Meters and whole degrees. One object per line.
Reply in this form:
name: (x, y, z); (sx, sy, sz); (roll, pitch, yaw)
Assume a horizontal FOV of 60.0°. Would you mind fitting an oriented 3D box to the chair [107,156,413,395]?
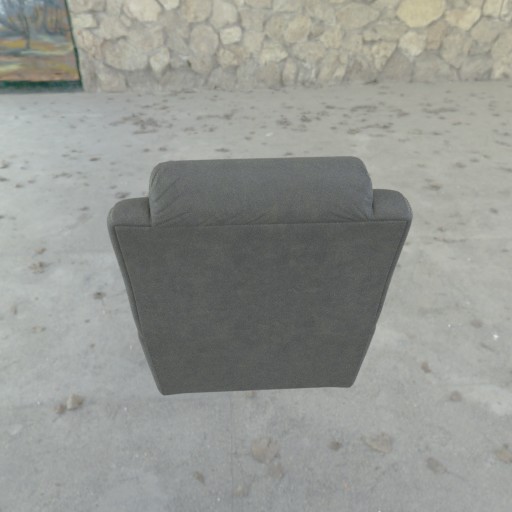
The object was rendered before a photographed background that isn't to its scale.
chair: (0.000, 0.000, 1.897); (0.967, 1.116, 1.068); (-2, 31, -3)
